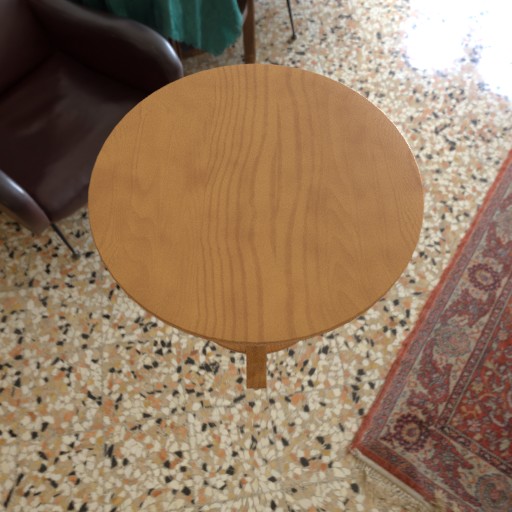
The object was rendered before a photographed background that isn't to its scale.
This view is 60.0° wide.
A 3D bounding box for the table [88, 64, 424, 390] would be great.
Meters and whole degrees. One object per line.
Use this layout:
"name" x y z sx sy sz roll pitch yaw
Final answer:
"table" 0.000 0.000 1.068 0.597 0.612 0.597 0 64 0
